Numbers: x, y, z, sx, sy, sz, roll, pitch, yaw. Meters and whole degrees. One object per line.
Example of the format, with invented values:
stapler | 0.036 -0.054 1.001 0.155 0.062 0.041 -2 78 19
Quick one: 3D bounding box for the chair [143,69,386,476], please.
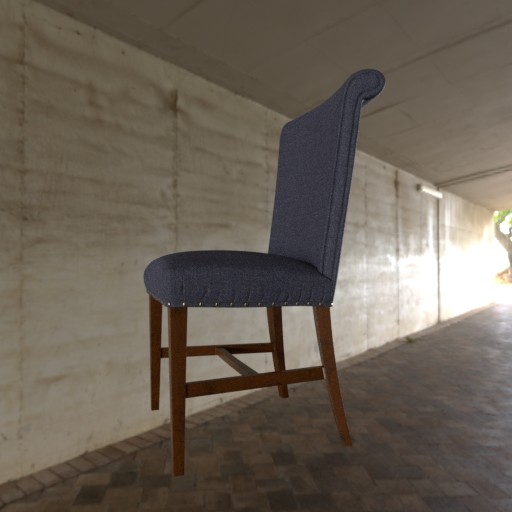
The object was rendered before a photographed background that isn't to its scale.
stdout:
chair | 0.000 0.000 1.313 0.608 0.988 0.513 0 -1 -19
